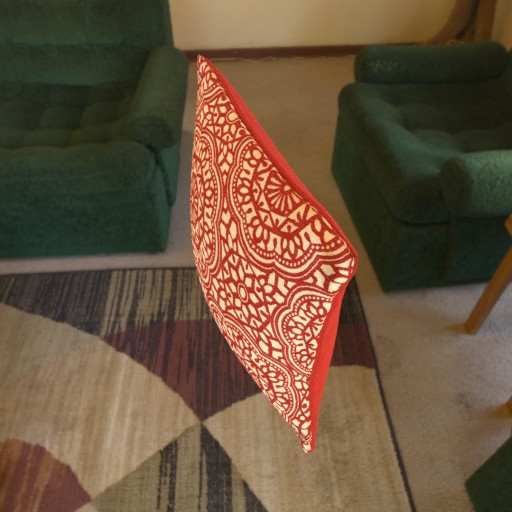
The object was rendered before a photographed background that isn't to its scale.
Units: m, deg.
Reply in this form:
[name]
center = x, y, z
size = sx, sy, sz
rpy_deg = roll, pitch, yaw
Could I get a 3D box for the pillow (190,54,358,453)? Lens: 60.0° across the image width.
[pillow]
center = 0.000, 0.000, 0.642
size = 0.162, 0.419, 0.438
rpy_deg = -16, 48, -15
